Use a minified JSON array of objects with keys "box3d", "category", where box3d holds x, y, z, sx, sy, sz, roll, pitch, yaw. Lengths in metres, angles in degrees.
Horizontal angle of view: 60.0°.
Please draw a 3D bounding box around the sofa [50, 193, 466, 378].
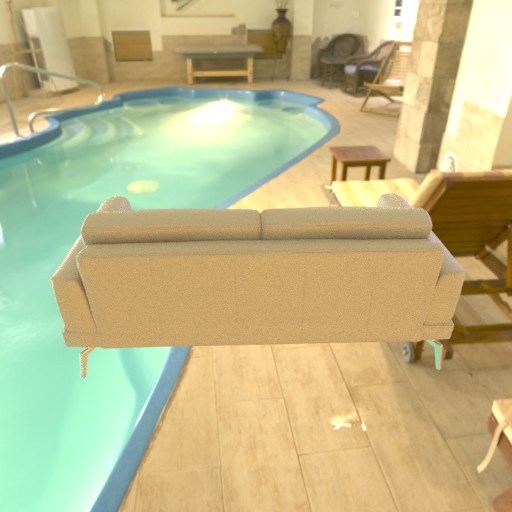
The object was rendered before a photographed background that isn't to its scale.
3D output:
[{"box3d":[0.000,0.000,2.764,2.177,0.930,1.121,-1,30,-2],"category":"sofa"}]
